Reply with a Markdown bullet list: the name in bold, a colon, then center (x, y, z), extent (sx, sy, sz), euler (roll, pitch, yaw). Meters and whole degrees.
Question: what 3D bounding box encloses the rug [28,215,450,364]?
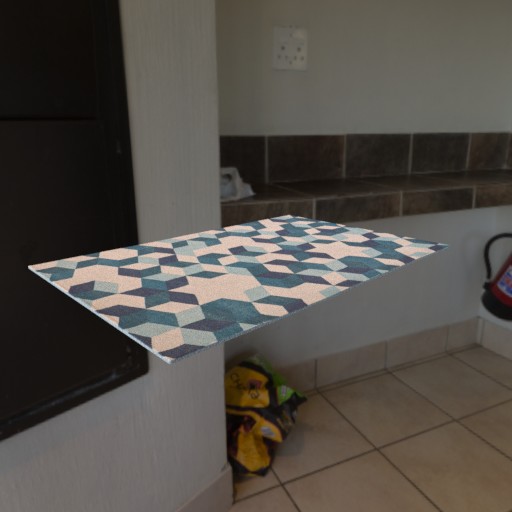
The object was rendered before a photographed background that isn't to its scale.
- **rug**: center (0.000, 0.000, 2.282), extent (1.829, 0.014, 1.235), euler (-15, 22, -41)
